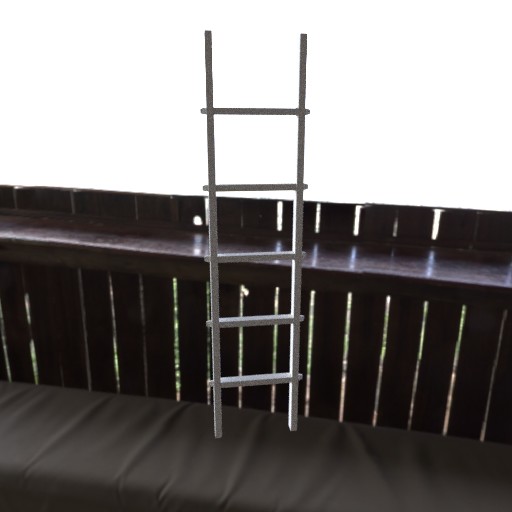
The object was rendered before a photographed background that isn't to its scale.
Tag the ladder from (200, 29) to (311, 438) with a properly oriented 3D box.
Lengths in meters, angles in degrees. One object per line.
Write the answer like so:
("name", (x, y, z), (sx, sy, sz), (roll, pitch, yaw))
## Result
("ladder", (0.000, 0.000, 1.957), (0.452, 1.797, 0.051), (-2, 15, -8))
